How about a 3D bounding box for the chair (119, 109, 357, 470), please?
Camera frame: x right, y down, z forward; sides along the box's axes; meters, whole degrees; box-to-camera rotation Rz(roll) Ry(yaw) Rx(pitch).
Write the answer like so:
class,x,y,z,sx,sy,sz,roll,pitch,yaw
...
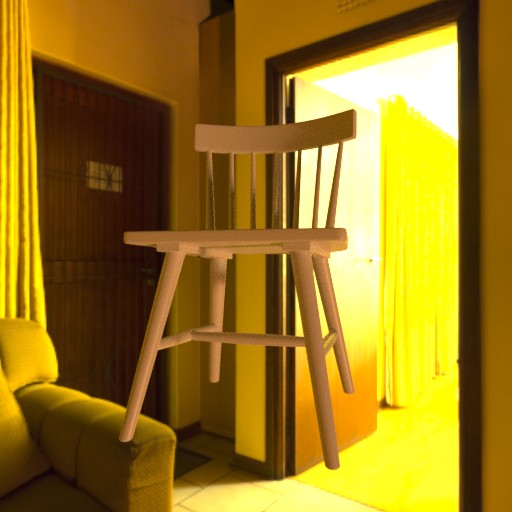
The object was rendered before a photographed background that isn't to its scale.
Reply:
class,x,y,z,sx,sy,sz,roll,pitch,yaw
chair,0.000,0.000,1.108,0.483,0.787,0.500,0,0,17
